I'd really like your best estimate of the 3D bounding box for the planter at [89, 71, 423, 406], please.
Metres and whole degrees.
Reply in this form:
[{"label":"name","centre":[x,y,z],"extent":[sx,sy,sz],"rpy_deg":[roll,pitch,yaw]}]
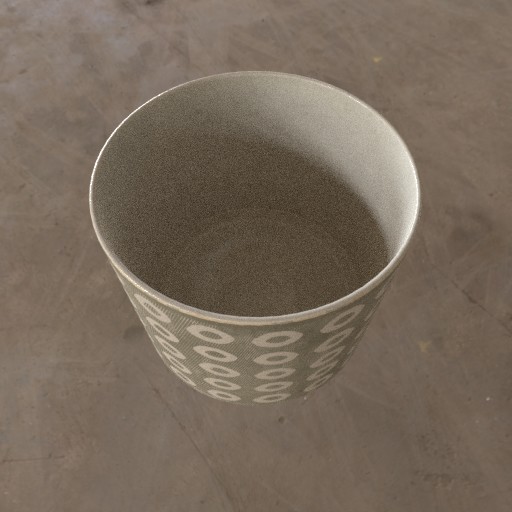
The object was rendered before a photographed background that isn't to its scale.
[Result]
[{"label":"planter","centre":[0.000,0.000,0.438],"extent":[0.250,0.239,0.250],"rpy_deg":[0,57,0]}]
